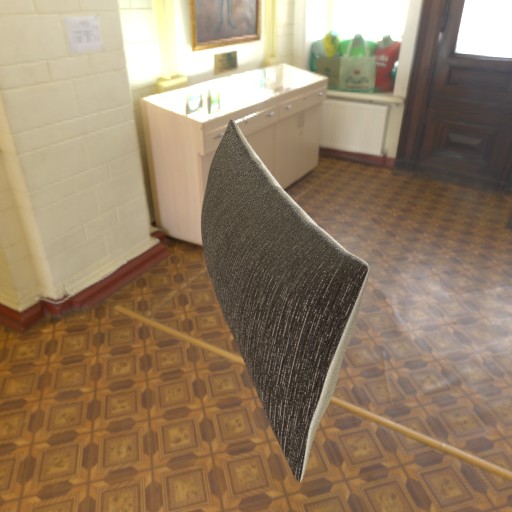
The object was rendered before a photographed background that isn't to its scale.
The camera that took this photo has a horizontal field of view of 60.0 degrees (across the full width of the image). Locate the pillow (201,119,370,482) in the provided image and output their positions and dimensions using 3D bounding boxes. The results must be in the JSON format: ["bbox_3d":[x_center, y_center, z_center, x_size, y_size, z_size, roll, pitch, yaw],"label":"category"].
[{"bbox_3d":[0.000,0.000,0.735,0.156,0.305,0.608,-8,31,-13],"label":"pillow"}]
